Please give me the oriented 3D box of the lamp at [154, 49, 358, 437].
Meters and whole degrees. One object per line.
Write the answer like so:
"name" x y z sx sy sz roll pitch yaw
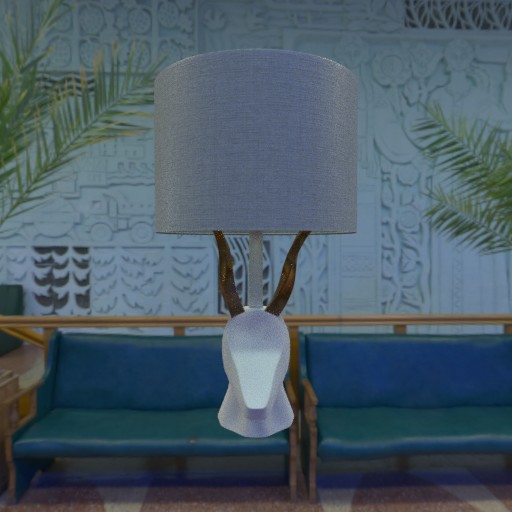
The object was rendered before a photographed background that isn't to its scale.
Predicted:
"lamp" 0.000 0.000 0.673 0.298 0.503 0.298 0 2 0
